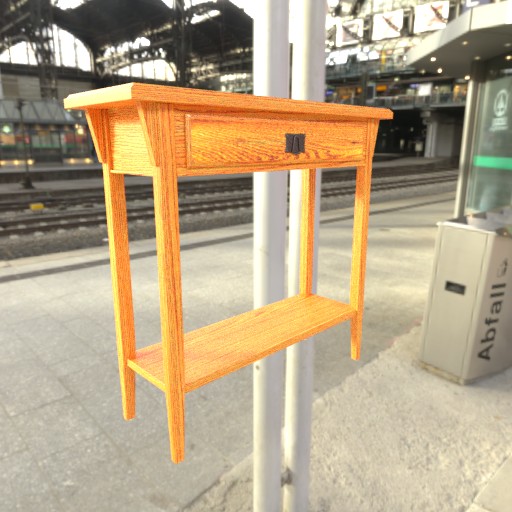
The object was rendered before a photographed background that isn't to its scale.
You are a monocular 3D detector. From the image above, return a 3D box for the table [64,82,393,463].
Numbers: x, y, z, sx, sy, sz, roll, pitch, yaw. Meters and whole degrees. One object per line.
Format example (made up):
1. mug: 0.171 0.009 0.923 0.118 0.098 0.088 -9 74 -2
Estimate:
1. table: 0.000 0.000 1.088 0.762 0.711 0.254 -13 19 -42
